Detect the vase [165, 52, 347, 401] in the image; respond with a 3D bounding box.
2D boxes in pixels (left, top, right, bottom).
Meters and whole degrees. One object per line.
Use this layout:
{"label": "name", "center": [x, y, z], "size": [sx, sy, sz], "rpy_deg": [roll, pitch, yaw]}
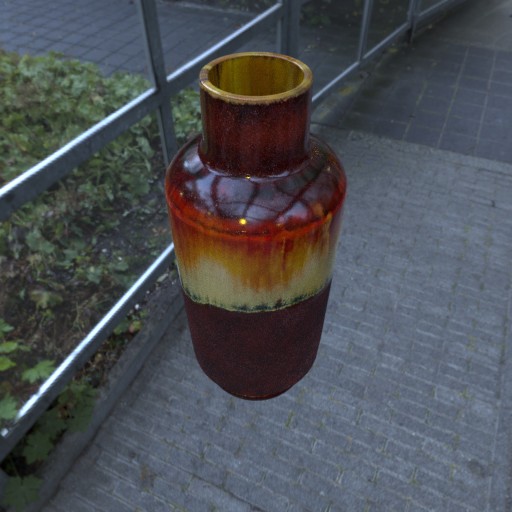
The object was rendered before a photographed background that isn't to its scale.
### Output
{"label": "vase", "center": [0.000, 0.000, 0.315], "size": [0.111, 0.261, 0.111], "rpy_deg": [0, 45, 0]}
